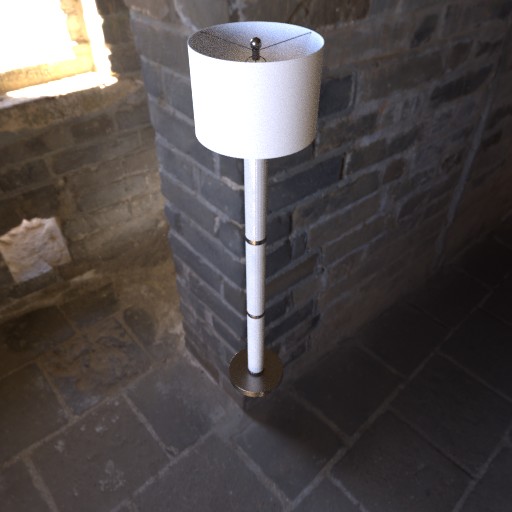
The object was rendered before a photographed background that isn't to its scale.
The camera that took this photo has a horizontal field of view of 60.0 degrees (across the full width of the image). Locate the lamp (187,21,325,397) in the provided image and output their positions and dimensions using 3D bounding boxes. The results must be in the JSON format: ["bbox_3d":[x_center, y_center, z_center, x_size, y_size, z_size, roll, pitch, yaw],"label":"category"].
[{"bbox_3d":[0.000,0.000,1.743,0.377,1.599,0.377,0,42,0],"label":"lamp"}]
